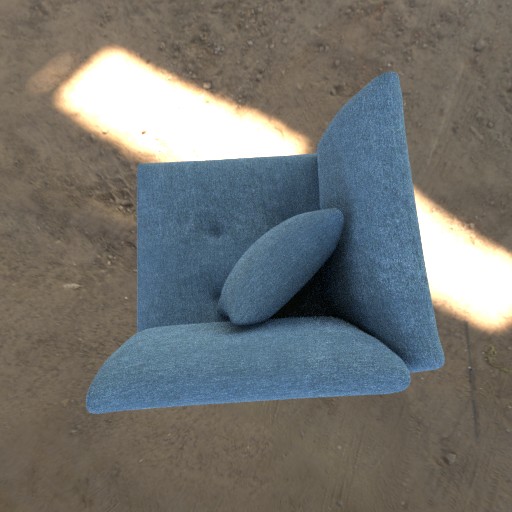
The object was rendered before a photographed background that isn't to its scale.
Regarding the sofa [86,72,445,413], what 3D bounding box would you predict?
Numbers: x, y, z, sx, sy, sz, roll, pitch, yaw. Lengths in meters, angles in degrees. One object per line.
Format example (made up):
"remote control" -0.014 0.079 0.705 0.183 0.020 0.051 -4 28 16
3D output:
"sofa" 0.000 0.000 1.677 1.000 0.820 1.000 -4 76 -1
